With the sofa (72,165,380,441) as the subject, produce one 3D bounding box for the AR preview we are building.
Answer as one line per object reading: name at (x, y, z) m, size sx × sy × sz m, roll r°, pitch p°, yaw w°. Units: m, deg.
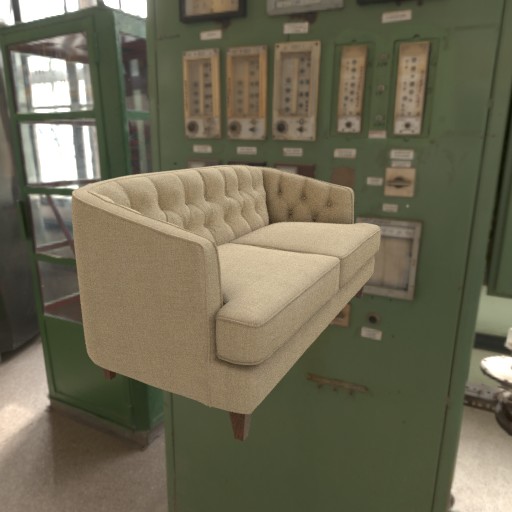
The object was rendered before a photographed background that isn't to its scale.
sofa at (0.000, 0.000, 2.285) m, size 0.941 × 0.855 × 1.733 m, roll 8°, pitch 17°, yaw 26°
